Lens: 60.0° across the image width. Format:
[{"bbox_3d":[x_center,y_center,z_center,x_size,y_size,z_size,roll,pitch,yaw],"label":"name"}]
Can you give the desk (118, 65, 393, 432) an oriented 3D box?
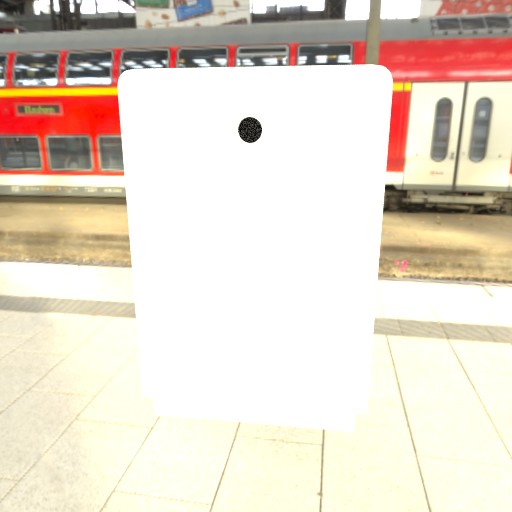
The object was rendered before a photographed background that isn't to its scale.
[{"bbox_3d":[0.000,0.000,1.548,0.795,1.190,0.278,2,16,7],"label":"desk"}]
